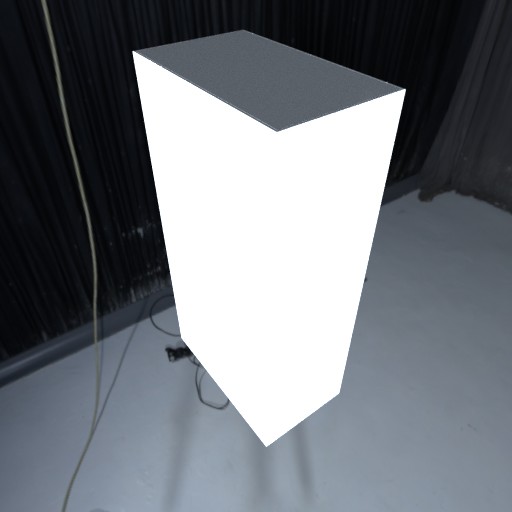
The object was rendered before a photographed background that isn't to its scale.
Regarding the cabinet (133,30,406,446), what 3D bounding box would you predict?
[{"bbox_3d":[0.000,0.000,2.345,0.580,1.920,0.980,-26,47,-27],"label":"cabinet"}]
